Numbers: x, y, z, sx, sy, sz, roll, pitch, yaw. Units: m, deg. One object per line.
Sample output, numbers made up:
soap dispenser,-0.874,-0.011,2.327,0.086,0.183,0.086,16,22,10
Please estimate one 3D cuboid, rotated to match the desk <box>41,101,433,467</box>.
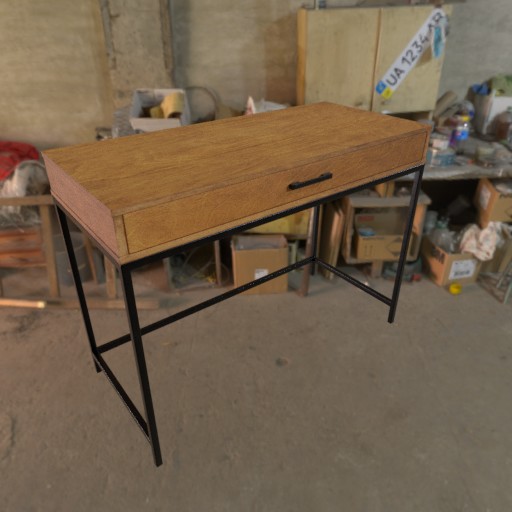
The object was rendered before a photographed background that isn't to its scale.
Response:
desk,0.000,0.000,1.423,1.016,0.762,0.470,-21,36,-32
